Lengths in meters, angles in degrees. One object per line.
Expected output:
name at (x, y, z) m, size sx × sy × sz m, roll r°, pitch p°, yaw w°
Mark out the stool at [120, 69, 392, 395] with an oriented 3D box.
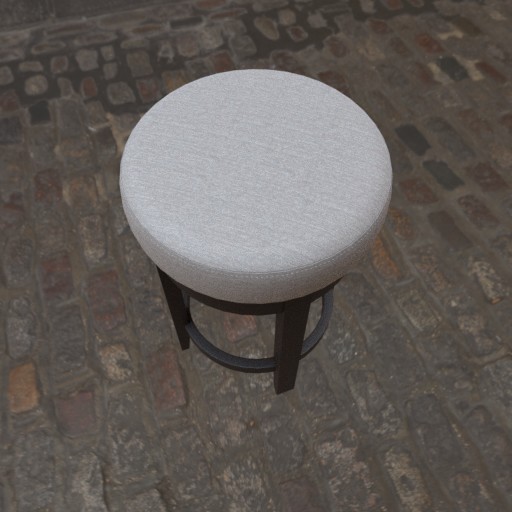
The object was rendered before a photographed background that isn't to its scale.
stool at (0.000, 0.000, 0.963) m, size 0.443 × 0.672 × 0.443 m, roll 0°, pitch 59°, yaw 0°
